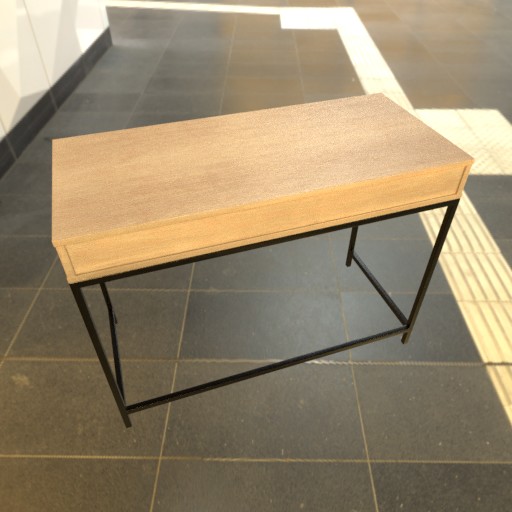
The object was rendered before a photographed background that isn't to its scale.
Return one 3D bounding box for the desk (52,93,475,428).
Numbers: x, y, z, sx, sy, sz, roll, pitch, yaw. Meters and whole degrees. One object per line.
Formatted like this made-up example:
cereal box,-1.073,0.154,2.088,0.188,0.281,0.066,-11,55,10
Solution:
desk,0.000,0.000,1.421,1.016,0.762,0.470,-13,43,-14
